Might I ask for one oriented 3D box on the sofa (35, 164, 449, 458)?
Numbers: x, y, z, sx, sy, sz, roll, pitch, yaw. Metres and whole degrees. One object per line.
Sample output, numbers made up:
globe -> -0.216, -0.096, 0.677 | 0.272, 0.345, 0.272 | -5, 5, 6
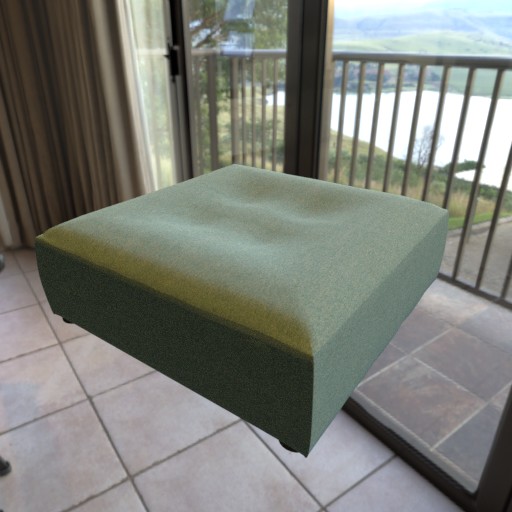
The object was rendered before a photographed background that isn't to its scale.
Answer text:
sofa -> 0.000, 0.000, 1.416 | 0.930, 0.330, 0.930 | 18, 31, 32
